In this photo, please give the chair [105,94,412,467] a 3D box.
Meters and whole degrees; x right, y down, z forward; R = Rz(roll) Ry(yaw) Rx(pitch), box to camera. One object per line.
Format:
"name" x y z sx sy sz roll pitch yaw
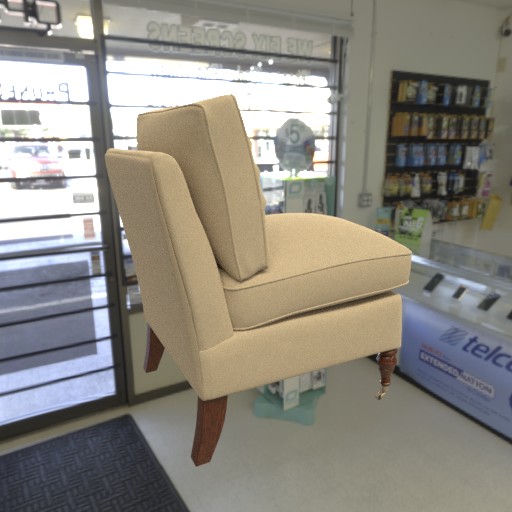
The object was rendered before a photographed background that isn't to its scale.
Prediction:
"chair" 0.000 0.000 1.629 0.912 1.052 0.724 -7 16 -26
